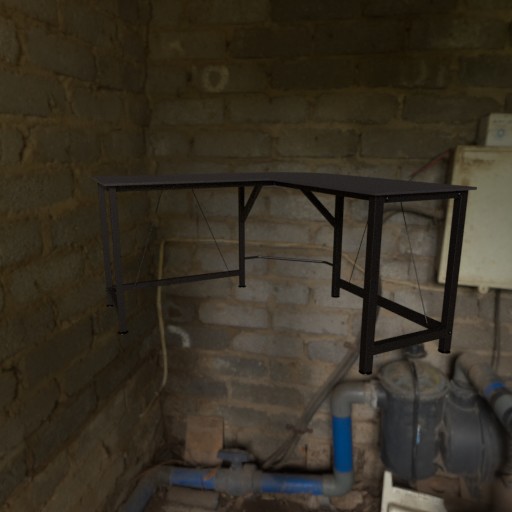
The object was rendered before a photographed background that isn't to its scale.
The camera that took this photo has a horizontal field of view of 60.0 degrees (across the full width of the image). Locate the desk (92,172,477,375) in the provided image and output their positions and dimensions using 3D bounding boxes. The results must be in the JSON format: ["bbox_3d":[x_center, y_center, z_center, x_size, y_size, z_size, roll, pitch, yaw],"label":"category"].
[{"bbox_3d":[0.000,0.000,2.282,1.400,0.762,1.400,-6,15,-25],"label":"desk"}]
